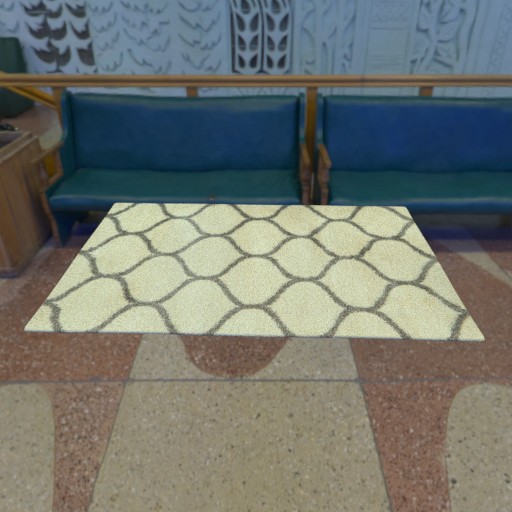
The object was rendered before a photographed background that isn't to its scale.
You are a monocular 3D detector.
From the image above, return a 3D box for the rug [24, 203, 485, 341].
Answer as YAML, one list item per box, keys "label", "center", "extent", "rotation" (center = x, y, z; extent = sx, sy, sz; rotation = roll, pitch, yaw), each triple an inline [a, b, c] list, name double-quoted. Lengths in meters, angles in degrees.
- label: "rug"
  center: [0.000, 0.000, 3.352]
  extent: [2.701, 0.026, 1.801]
  rotation: [1, 31, 2]
